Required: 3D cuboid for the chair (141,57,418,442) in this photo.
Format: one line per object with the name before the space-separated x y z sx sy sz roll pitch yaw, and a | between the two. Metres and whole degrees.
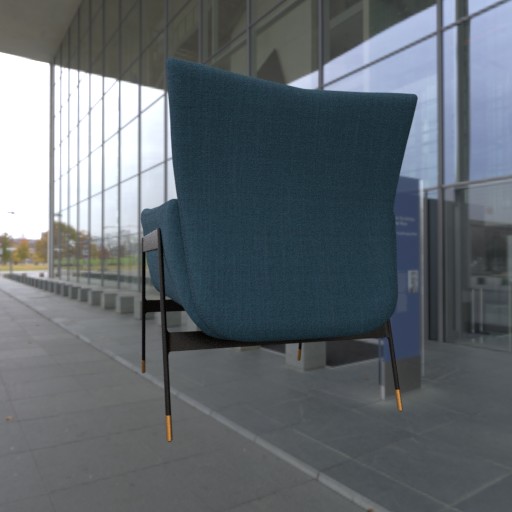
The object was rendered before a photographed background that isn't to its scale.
chair | 0.000 0.000 1.406 0.678 0.859 0.769 0 -1 -19
